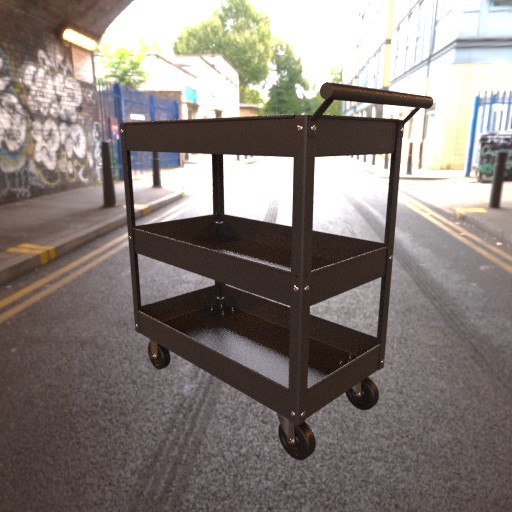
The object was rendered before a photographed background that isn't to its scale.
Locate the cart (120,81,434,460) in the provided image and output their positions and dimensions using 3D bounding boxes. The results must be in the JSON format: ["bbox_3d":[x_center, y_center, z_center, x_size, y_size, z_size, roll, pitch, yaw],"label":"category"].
[{"bbox_3d":[0.000,0.000,1.174,0.366,0.780,0.719,-14,21,-43],"label":"cart"}]
